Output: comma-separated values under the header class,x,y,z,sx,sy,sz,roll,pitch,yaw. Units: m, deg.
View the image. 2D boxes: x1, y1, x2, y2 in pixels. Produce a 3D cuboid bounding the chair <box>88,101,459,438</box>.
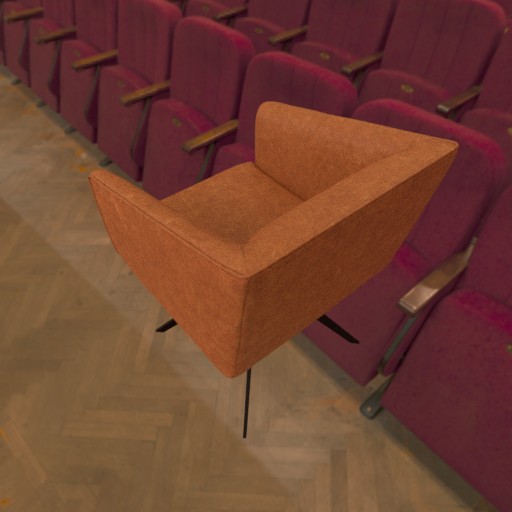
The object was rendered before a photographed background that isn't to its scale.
class,x,y,z,sx,sy,sz,roll,pitch,yaw
chair,0.000,0.000,1.201,0.588,0.760,0.625,-31,53,-27
